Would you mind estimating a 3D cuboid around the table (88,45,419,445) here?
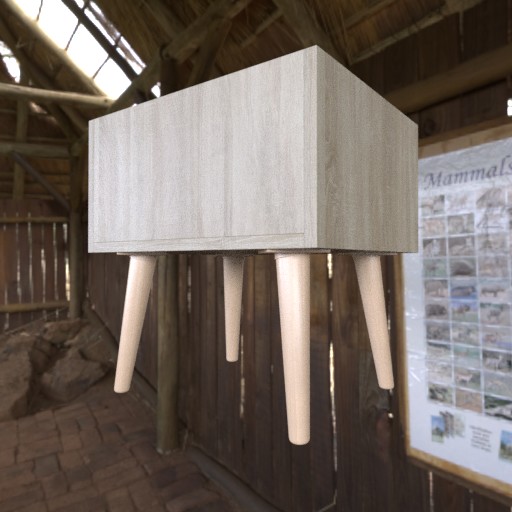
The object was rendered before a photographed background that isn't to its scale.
[{"bbox_3d":[0.000,0.000,0.781,0.450,0.470,0.370,-1,-1,37],"label":"table"}]
